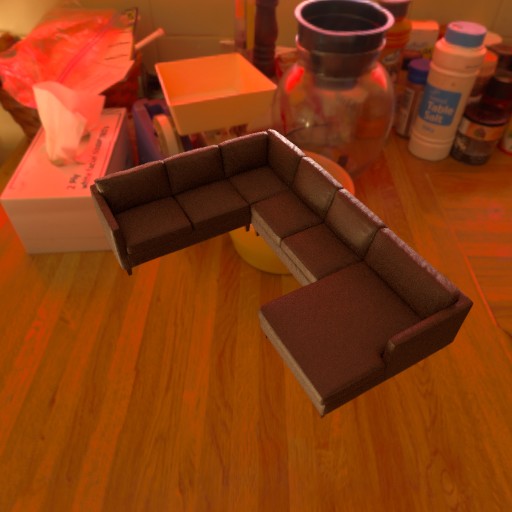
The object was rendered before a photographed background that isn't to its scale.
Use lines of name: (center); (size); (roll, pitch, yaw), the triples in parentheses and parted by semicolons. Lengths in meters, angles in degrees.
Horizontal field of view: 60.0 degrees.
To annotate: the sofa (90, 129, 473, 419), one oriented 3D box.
sofa: (0.000, 0.000, 4.736); (2.593, 0.923, 3.460); (-22, 49, -20)
